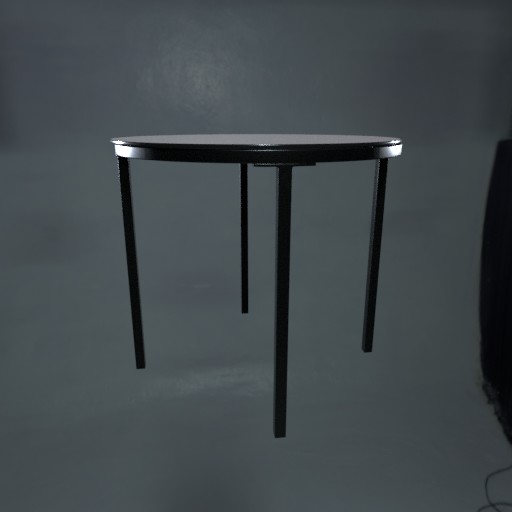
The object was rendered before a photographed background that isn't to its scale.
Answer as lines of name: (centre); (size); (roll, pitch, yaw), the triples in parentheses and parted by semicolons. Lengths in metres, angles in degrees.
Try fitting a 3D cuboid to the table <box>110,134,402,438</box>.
table: (0.000, 0.000, 0.859); (0.499, 0.443, 0.499); (0, 17, 0)
